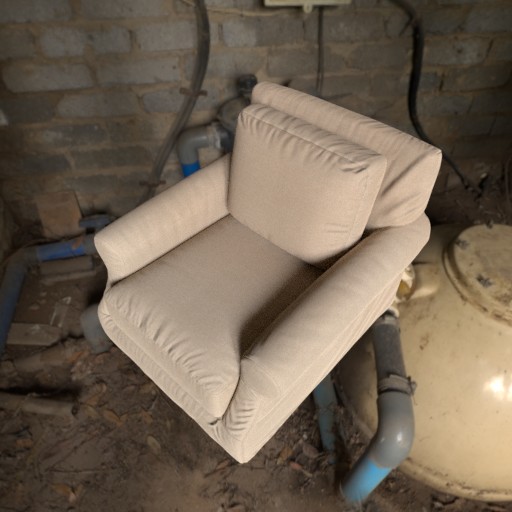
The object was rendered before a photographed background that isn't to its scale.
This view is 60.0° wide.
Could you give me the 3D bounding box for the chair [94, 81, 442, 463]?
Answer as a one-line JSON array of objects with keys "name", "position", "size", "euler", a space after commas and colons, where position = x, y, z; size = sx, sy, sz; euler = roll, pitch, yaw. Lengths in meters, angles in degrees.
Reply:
[{"name": "chair", "position": [0.000, 0.000, 1.712], "size": [0.940, 0.866, 1.066], "euler": [33, 54, 28]}]
